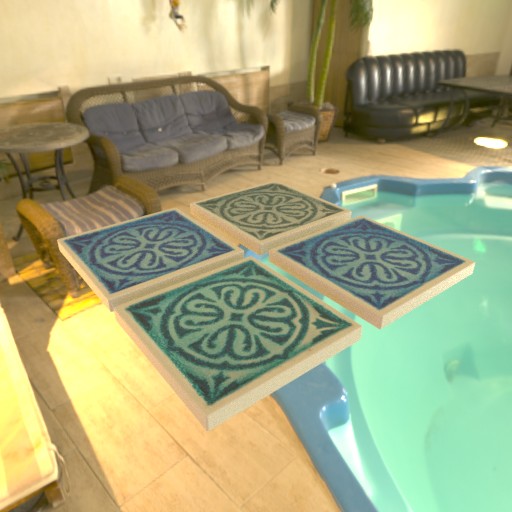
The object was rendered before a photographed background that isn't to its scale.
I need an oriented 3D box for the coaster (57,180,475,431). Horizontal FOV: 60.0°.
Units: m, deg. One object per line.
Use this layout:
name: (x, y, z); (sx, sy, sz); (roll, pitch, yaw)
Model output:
coaster: (0.000, 0.000, 0.324); (0.219, 0.010, 0.214); (-21, 35, -33)
